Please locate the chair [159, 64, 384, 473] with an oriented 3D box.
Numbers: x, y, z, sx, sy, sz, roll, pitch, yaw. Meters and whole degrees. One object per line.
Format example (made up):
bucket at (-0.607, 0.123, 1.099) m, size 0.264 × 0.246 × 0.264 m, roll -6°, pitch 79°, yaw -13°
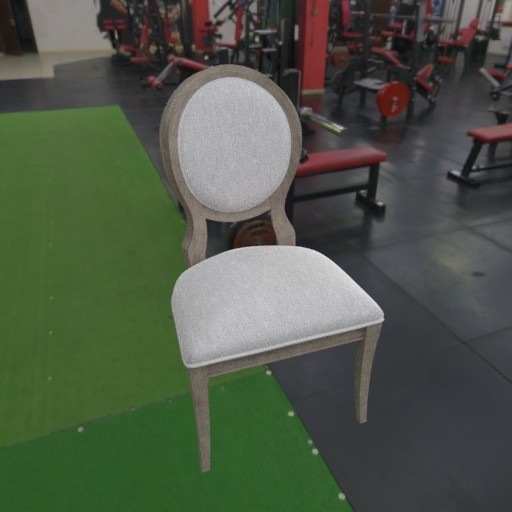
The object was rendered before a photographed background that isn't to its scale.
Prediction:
chair at (0.000, 0.000, 1.320) m, size 0.558 × 0.990 × 0.602 m, roll -10°, pitch 32°, yaw -16°
